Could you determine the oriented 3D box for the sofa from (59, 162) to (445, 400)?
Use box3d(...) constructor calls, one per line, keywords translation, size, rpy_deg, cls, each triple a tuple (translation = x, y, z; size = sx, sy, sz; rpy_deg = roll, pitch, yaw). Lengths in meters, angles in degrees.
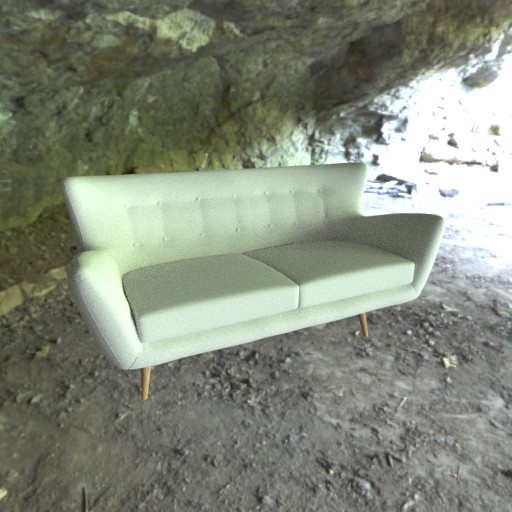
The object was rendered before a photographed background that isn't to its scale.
box3d(translation=(0.000, 0.000, 2.388), size=(1.930, 0.890, 0.899), rpy_deg=(-9, 19, -27), cls="sofa")
